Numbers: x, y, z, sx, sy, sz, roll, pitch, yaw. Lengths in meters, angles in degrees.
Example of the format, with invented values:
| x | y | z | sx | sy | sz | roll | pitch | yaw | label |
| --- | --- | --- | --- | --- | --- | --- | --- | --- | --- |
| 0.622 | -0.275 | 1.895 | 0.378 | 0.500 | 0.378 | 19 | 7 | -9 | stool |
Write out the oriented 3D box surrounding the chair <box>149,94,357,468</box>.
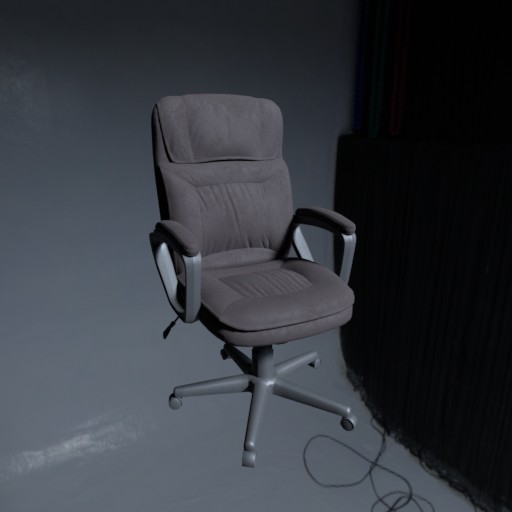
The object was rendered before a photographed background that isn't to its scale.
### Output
| x | y | z | sx | sy | sz | roll | pitch | yaw | label |
| --- | --- | --- | --- | --- | --- | --- | --- | --- | --- |
| 0.000 | 0.000 | 1.559 | 0.667 | 1.105 | 0.724 | -8 | 19 | -26 | chair |
